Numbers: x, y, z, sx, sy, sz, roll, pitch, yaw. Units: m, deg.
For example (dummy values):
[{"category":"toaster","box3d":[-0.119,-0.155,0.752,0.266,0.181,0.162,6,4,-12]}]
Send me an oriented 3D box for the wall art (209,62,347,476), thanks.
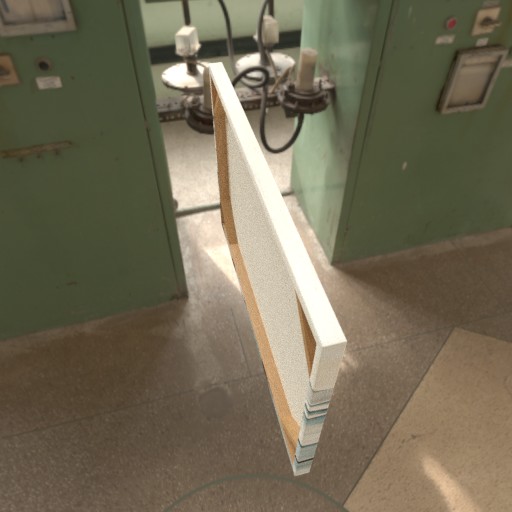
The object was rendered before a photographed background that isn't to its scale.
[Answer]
[{"category":"wall art","box3d":[0.000,0.000,1.151,0.039,0.609,0.914,-11,49,-9]}]
